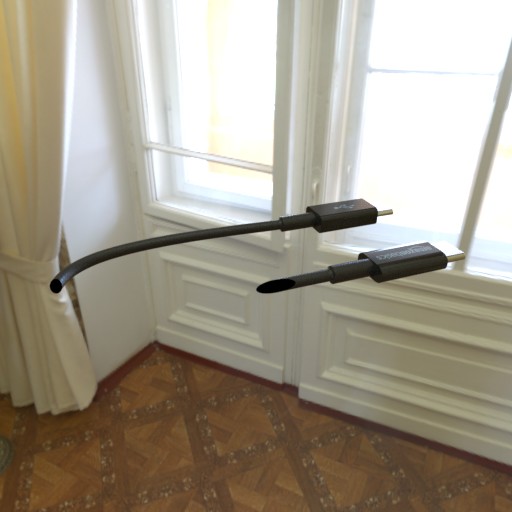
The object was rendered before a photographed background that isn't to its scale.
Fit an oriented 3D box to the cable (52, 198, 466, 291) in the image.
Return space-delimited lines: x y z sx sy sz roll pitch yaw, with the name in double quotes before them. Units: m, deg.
"cable" 0.000 0.000 0.112 0.098 0.006 0.040 -10 31 -18
